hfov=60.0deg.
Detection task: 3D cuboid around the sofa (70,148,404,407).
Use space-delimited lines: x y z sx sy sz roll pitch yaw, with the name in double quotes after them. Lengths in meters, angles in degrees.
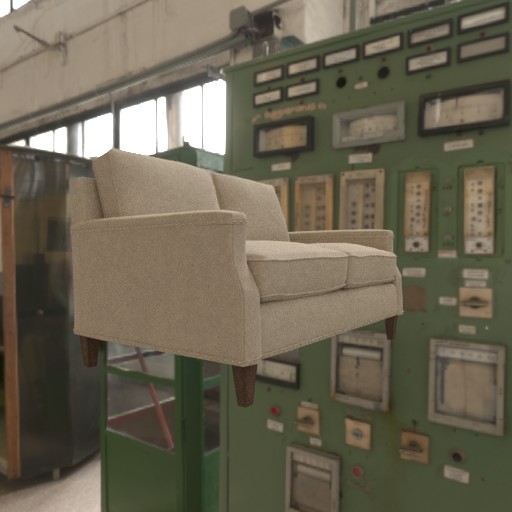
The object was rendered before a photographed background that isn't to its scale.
0.000 0.000 2.352 1.084 1.002 1.597 0 0 36 "sofa"
